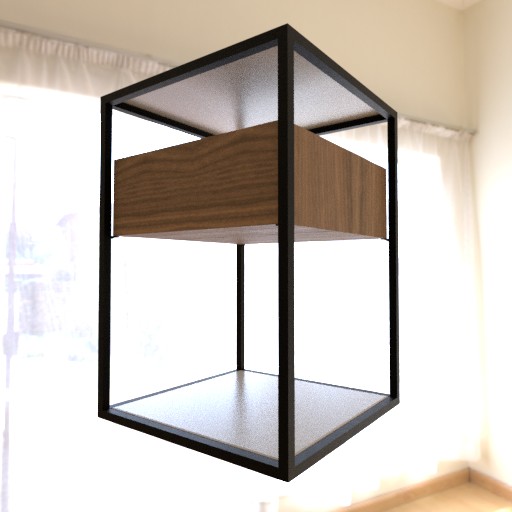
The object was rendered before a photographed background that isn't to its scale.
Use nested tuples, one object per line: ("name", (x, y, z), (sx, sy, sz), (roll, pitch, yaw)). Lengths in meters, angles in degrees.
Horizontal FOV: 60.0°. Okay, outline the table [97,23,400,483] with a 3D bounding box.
("table", (0.000, 0.000, 0.784), (0.378, 0.540, 0.378), (-1, -2, 37))
